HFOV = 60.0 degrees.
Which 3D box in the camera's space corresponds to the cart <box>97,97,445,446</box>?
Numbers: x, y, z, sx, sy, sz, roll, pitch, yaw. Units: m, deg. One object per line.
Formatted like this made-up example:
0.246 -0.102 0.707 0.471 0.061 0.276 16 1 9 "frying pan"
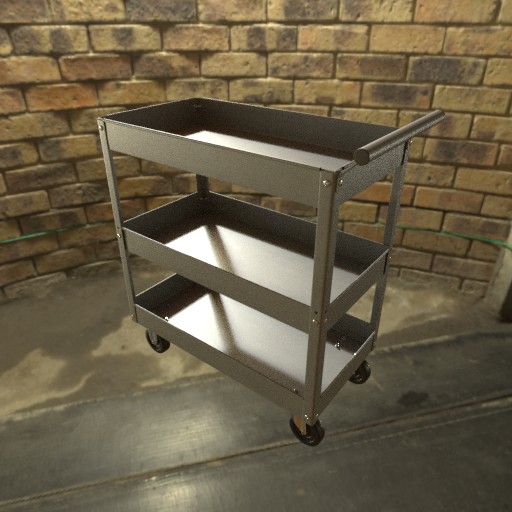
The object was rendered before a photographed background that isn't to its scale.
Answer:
0.000 0.000 1.178 0.719 0.780 0.366 21 36 32 "cart"
